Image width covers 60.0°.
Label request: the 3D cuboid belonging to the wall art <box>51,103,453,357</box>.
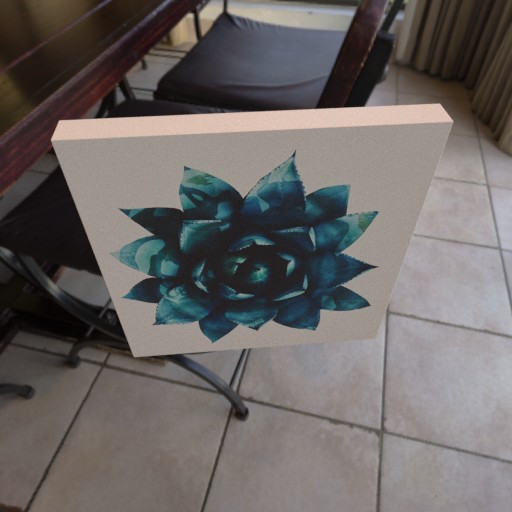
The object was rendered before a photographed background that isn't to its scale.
[{"bbox_3d":[0.000,0.000,0.606,0.406,0.406,0.038,-4,47,-3],"label":"wall art"}]
